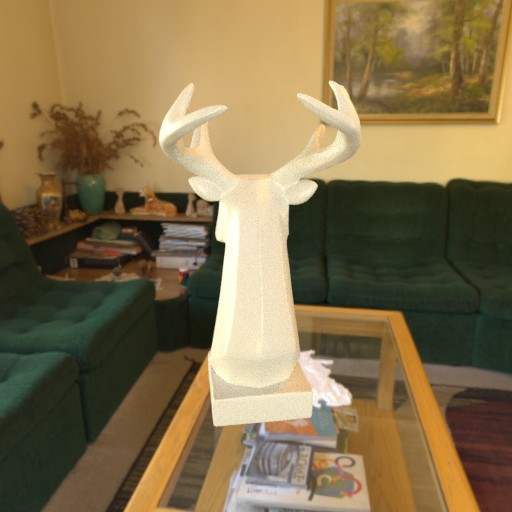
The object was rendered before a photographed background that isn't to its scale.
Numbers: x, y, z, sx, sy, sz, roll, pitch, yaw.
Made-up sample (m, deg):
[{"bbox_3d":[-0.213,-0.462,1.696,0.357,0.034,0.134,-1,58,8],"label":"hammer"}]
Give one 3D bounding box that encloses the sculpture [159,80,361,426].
[{"bbox_3d":[0.000,0.000,0.453,0.174,0.329,0.224,-2,16,-8],"label":"sculpture"}]
